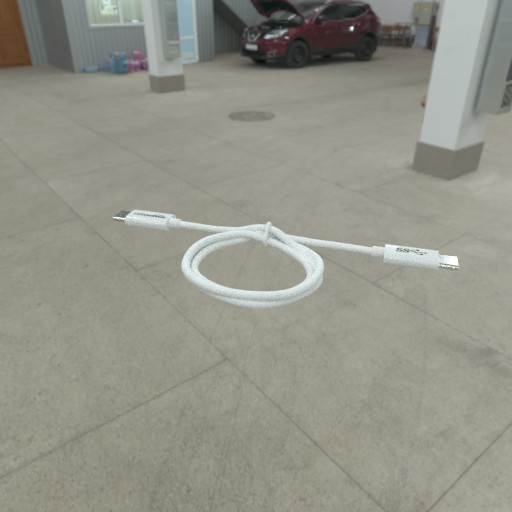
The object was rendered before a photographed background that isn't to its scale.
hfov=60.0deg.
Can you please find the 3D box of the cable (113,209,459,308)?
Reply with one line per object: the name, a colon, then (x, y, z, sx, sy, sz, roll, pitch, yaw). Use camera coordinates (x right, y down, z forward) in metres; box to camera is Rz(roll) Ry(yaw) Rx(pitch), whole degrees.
cable: (0.000, 0.000, 0.212, 0.186, 0.014, 0.070, 9, 31, 14)
